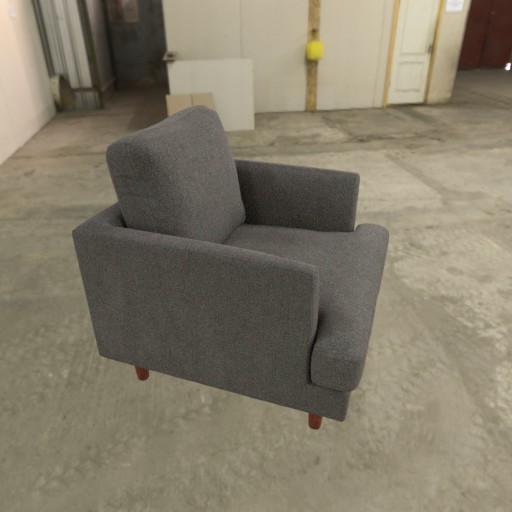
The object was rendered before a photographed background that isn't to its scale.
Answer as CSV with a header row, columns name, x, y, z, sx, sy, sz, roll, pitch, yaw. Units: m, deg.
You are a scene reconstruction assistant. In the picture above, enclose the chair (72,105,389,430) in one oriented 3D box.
name,x,y,z,sx,sy,sz,roll,pitch,yaw
chair,0.000,0.000,1.632,0.899,0.957,0.858,10,31,17
